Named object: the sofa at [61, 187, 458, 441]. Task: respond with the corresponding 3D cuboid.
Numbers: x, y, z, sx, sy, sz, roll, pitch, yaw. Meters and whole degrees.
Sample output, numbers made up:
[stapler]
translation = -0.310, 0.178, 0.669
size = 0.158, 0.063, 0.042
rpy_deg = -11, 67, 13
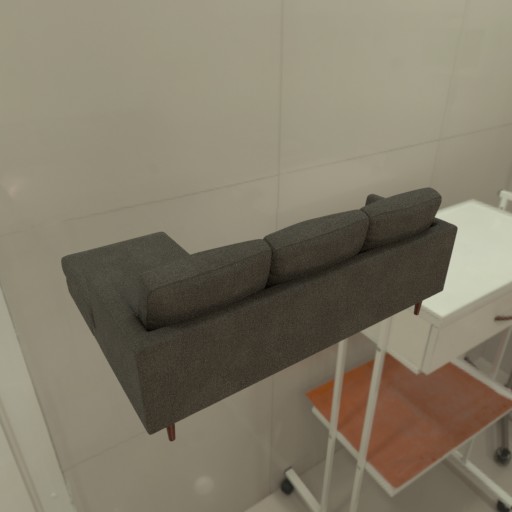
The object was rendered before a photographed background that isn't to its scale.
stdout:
[sofa]
translation = 0.000, 0.000, 3.020
size = 2.233, 0.956, 1.504
rpy_deg = -18, 33, -30
